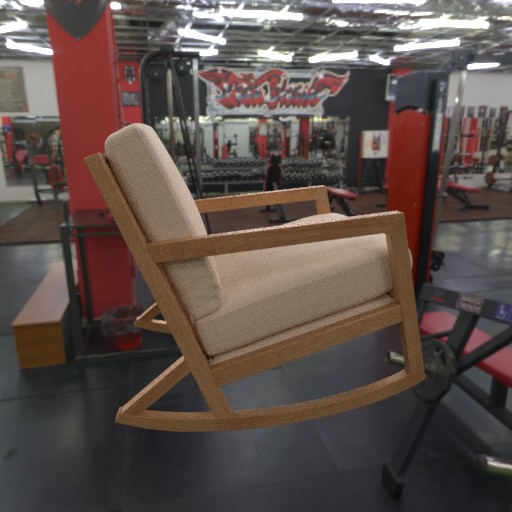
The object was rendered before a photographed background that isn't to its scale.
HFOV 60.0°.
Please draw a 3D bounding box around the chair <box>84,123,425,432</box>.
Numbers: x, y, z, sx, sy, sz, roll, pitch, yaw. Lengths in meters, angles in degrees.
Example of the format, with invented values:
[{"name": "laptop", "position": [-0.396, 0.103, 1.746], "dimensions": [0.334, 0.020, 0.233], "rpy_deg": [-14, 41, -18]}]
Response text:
[{"name": "chair", "position": [0.000, 0.000, 1.393], "dimensions": [0.857, 0.790, 0.622], "rpy_deg": [-3, 16, -10]}]
